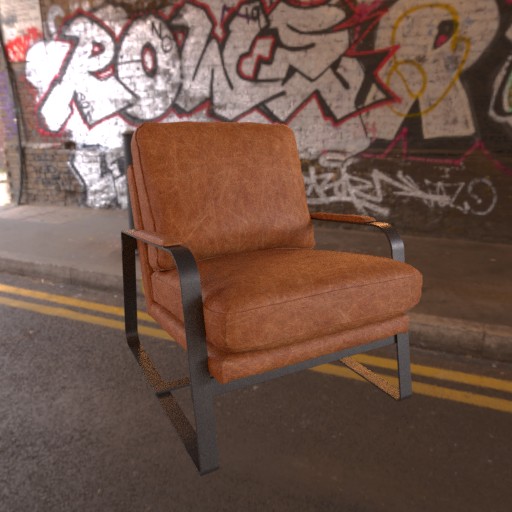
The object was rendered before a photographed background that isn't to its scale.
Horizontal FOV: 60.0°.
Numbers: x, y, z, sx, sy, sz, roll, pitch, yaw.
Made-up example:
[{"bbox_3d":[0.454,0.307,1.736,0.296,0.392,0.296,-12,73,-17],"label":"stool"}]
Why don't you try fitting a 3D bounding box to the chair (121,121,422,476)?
[{"bbox_3d":[0.000,0.000,1.322,0.651,0.777,0.801,-8,18,-27],"label":"chair"}]
